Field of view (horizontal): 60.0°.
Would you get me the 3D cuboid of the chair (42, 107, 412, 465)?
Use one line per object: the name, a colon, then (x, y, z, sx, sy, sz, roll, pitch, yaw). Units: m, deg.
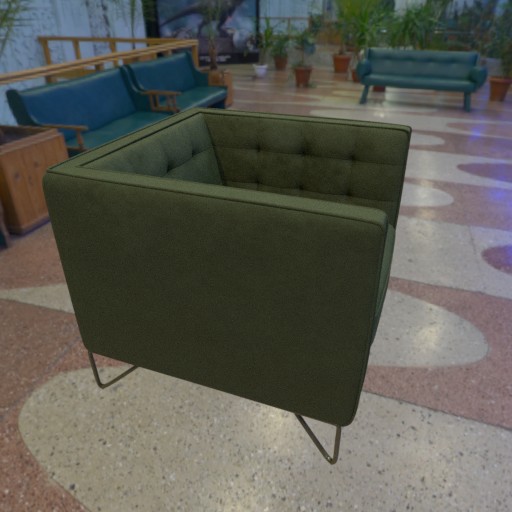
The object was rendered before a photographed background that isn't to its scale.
chair: (0.000, 0.000, 1.534, 0.894, 0.790, 0.880, 10, 32, 18)
